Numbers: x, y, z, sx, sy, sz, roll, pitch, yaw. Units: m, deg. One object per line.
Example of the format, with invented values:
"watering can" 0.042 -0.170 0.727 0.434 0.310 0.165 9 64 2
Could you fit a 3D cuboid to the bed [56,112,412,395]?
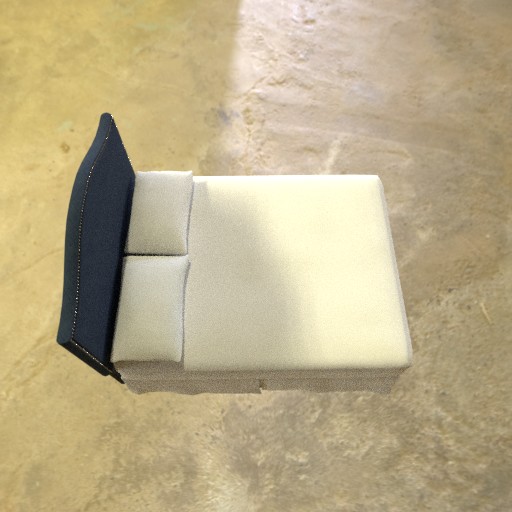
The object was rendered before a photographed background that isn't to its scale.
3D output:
"bed" 0.000 0.000 3.196 2.153 1.518 1.713 -1 63 0
